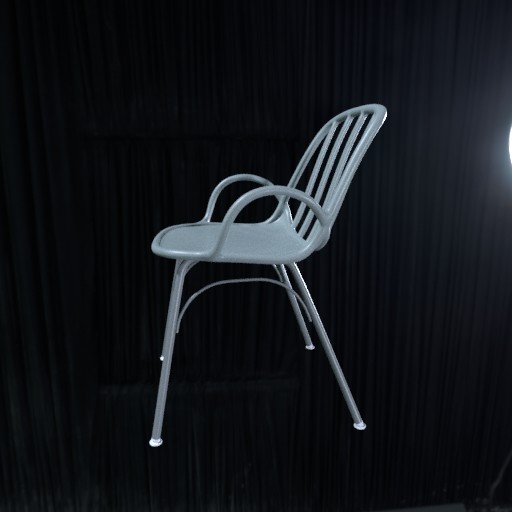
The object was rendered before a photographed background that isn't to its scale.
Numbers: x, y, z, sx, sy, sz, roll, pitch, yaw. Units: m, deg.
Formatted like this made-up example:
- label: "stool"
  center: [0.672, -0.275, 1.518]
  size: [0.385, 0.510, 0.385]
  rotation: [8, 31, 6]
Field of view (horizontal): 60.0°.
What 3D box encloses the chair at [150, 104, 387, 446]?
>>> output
- label: "chair"
  center: [0.000, 0.000, 1.258]
  size: [0.597, 0.816, 0.549]
  rotation: [-2, 13, -8]
